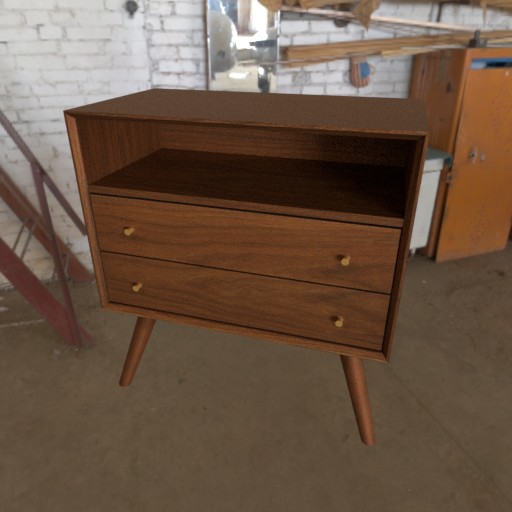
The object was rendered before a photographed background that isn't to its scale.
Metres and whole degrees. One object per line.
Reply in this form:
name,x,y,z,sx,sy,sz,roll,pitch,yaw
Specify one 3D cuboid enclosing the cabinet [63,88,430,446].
cabinet,0.000,0.000,1.144,0.712,0.748,0.388,8,28,15
